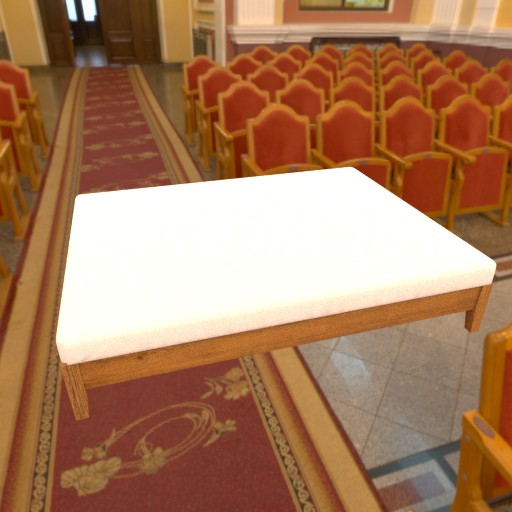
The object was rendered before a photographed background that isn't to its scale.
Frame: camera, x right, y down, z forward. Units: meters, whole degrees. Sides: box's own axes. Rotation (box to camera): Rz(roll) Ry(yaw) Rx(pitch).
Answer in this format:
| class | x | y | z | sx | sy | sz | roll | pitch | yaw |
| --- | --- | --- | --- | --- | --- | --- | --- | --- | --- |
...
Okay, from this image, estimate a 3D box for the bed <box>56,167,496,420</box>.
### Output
| class | x | y | z | sx | sy | sz | roll | pitch | yaw |
| --- | --- | --- | --- | --- | --- | --- | --- | --- | --- |
| bed | 0.000 | 0.000 | 2.618 | 2.016 | 0.431 | 1.536 | -8 | 31 | -14 |
